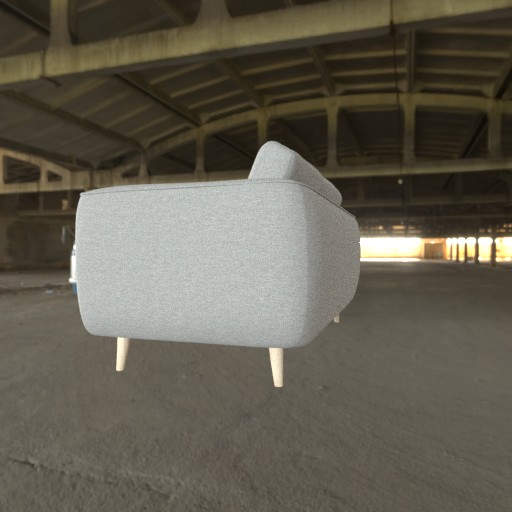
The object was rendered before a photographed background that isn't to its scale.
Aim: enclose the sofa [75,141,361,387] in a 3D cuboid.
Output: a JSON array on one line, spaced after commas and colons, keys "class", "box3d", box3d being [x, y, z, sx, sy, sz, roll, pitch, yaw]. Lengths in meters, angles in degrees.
[{"class": "sofa", "box3d": [0.000, 0.000, 2.232, 0.920, 0.850, 1.700, 0, 1, 18]}]
